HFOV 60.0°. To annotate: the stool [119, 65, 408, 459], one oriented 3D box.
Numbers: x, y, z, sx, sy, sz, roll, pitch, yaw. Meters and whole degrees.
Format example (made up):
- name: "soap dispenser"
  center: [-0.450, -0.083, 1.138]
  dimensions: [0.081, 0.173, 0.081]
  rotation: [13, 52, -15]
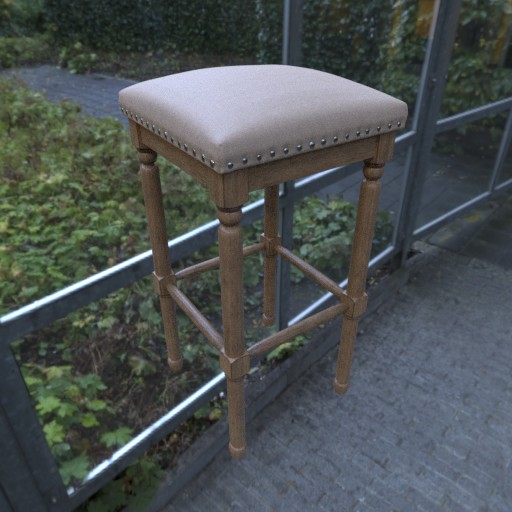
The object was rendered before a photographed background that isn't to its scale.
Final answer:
- name: "stool"
  center: [0.000, 0.000, 0.975]
  dimensions: [0.382, 0.768, 0.383]
  rotation: [-20, 38, -29]
